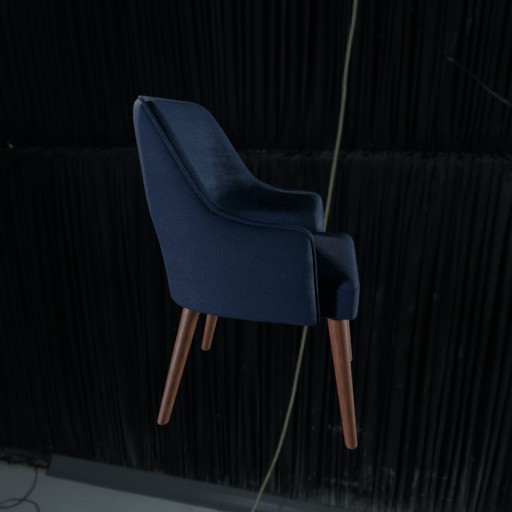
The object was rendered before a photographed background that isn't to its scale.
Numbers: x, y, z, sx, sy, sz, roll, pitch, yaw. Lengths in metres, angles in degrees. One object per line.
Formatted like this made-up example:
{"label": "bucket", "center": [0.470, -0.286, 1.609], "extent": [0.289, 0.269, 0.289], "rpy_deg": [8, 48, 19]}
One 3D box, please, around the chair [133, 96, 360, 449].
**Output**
{"label": "chair", "center": [0.000, 0.000, 1.244], "extent": [0.591, 0.844, 0.559], "rpy_deg": [3, 17, 10]}
